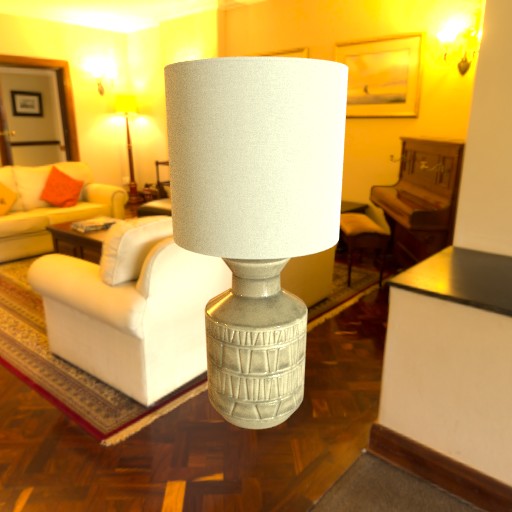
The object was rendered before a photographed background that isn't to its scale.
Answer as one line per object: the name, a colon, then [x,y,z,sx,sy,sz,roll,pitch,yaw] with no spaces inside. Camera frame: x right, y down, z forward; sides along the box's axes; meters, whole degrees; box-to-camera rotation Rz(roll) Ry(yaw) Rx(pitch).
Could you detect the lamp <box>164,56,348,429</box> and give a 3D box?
lamp: [0.000,0.000,0.583,0.211,0.455,0.211,-2,17,-7]
